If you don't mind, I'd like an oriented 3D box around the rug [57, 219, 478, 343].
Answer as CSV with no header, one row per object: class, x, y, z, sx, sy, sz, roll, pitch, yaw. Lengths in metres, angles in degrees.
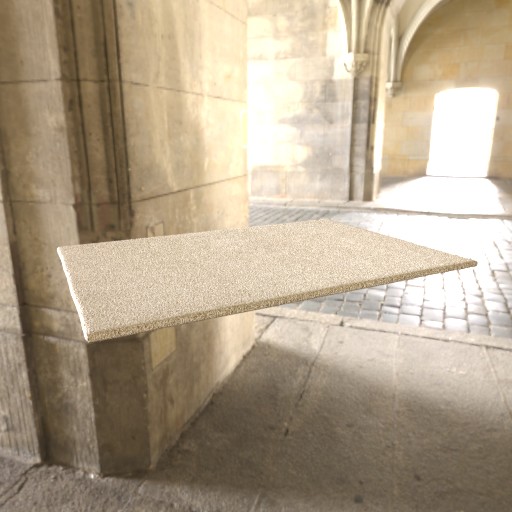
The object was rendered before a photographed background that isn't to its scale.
rug,0.000,0.000,2.250,1.778,0.030,1.219,-8,17,-26
